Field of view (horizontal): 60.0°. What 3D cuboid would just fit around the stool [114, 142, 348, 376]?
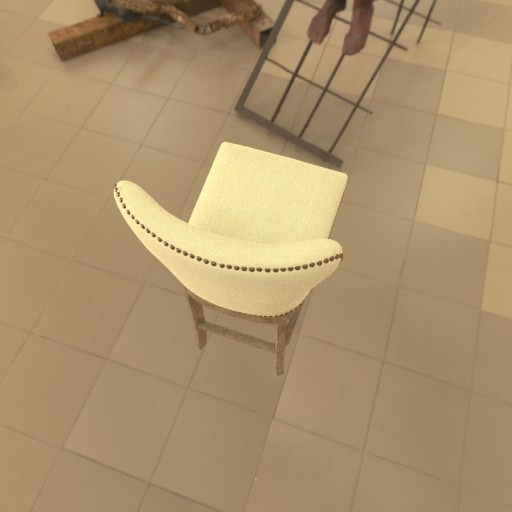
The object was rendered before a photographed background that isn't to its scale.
[{"bbox_3d":[0.000,0.000,1.455,0.494,1.123,0.606,17,64,8],"label":"stool"}]
